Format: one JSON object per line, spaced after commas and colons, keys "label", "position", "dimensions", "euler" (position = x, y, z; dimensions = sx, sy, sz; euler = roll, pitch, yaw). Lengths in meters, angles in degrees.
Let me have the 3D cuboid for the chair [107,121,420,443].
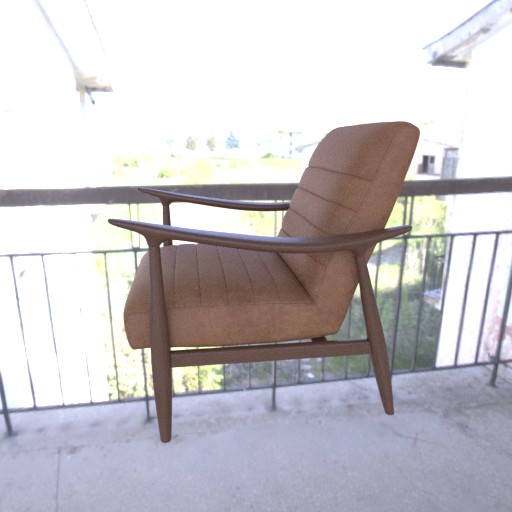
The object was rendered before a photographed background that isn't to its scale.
{"label": "chair", "position": [0.000, 0.000, 1.446], "dimensions": [0.798, 0.832, 0.741], "euler": [-2, 15, -8]}
